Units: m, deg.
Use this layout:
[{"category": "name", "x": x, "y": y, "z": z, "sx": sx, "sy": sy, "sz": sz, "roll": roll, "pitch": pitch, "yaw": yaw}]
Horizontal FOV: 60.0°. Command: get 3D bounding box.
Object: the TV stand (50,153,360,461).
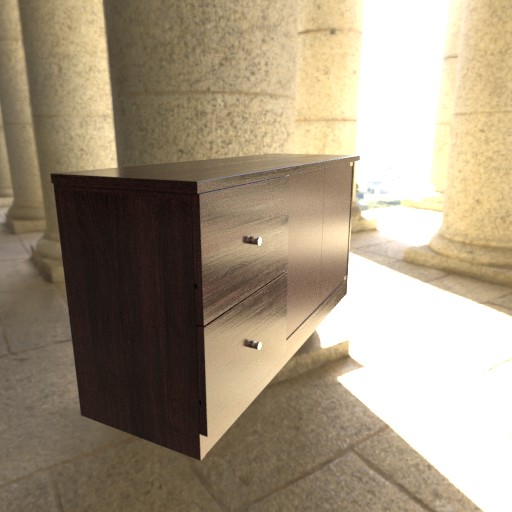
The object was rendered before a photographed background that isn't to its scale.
[{"category": "TV stand", "x": 0.000, "y": 0.000, "z": 1.472, "sx": 0.404, "sy": 0.614, "sz": 1.192, "roll": 8, "pitch": 17, "yaw": 26}]
